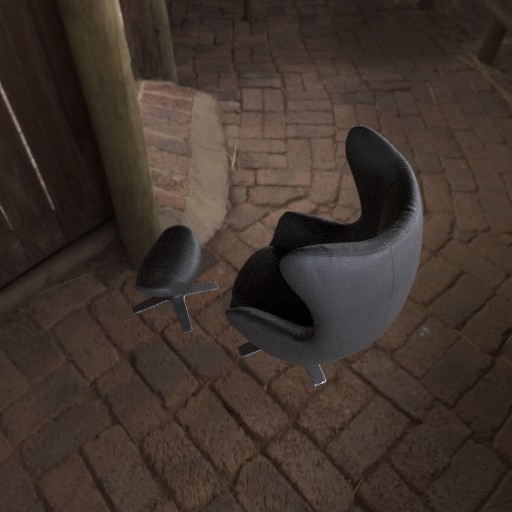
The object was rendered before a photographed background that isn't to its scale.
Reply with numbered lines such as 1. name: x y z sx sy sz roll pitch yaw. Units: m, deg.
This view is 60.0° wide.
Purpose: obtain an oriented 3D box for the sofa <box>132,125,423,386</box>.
1. sofa: 0.000 0.000 2.170 1.444 1.135 0.894 17 49 16
